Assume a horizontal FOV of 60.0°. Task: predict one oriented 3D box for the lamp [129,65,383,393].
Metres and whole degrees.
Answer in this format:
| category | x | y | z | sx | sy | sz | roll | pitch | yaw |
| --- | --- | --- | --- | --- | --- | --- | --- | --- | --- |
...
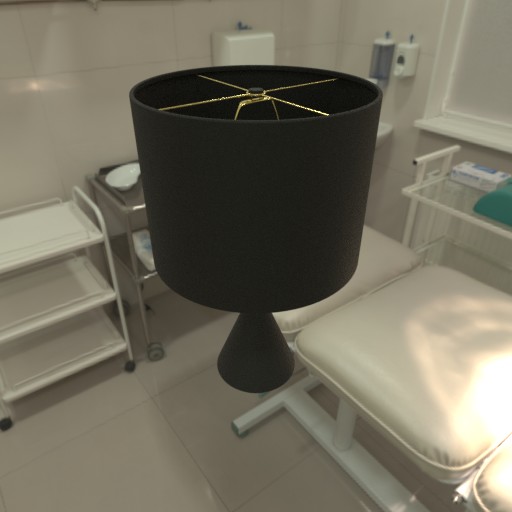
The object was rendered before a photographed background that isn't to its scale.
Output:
| category | x | y | z | sx | sy | sz | roll | pitch | yaw |
| --- | --- | --- | --- | --- | --- | --- | --- | --- | --- |
| lamp | 0.000 | 0.000 | 0.800 | 0.359 | 0.584 | 0.359 | -22 | 39 | -30 |
